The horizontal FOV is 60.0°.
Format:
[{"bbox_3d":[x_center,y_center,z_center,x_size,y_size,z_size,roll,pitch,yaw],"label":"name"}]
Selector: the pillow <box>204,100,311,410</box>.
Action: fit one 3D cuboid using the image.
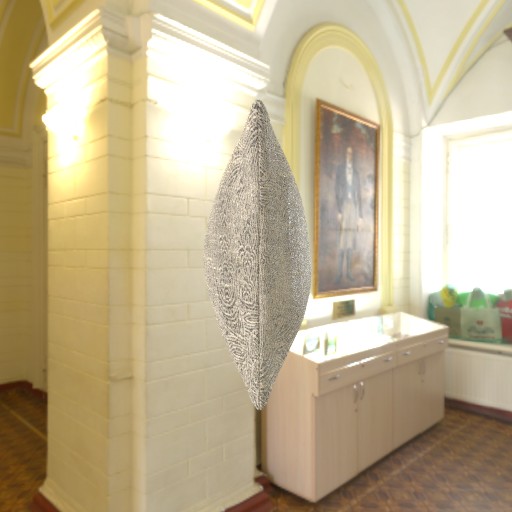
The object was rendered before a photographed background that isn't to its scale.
[{"bbox_3d":[0.000,0.000,0.720,0.151,0.295,0.615,0,0,0],"label":"pillow"}]
